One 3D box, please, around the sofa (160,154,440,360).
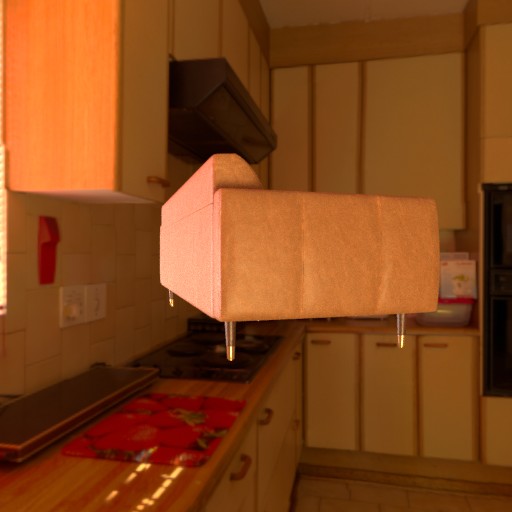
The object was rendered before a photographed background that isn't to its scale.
[{"bbox_3d":[0.000,0.000,2.808,0.990,0.821,2.291,0,0,-18],"label":"sofa"}]
